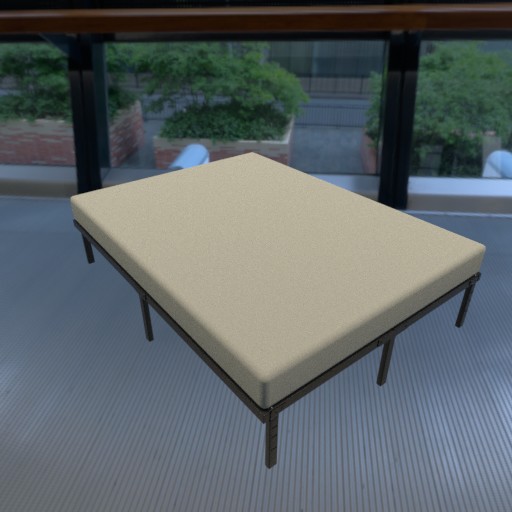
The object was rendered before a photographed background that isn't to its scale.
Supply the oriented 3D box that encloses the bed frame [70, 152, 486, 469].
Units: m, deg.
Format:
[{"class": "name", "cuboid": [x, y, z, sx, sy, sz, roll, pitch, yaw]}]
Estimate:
[{"class": "bed frame", "cuboid": [0.000, 0.000, 3.536, 1.990, 0.680, 2.635, -22, 37, -32]}]
